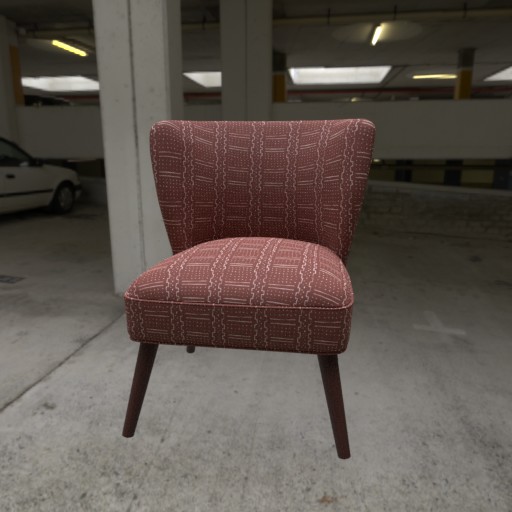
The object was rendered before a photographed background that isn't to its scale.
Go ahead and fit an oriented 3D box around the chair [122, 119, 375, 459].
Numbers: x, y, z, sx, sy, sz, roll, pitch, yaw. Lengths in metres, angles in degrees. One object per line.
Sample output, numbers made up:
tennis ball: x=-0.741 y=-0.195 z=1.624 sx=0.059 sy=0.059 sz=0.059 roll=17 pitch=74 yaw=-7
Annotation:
chair: x=0.000 y=0.000 z=1.415 sx=0.706 sy=0.866 sz=0.758 roll=2 pitch=13 yaw=8
